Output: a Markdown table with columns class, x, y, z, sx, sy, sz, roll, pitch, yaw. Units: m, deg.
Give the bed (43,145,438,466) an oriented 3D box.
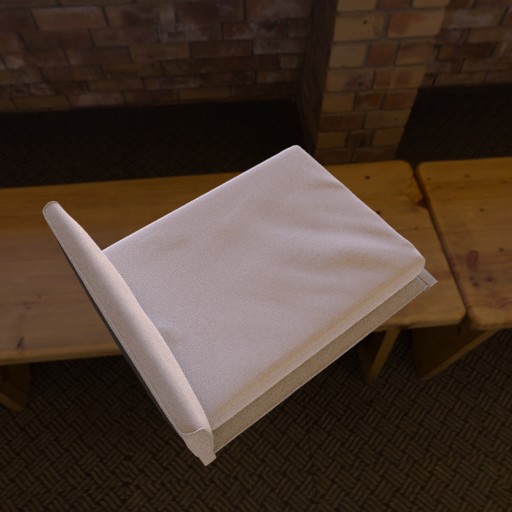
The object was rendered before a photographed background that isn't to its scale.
| class | x | y | z | sx | sy | sz | roll | pitch | yaw |
| --- | --- | --- | --- | --- | --- | --- | --- | --- | --- |
| bed | 0.000 | 0.000 | 3.603 | 2.498 | 1.126 | 1.980 | -32 | 63 | -19 |
